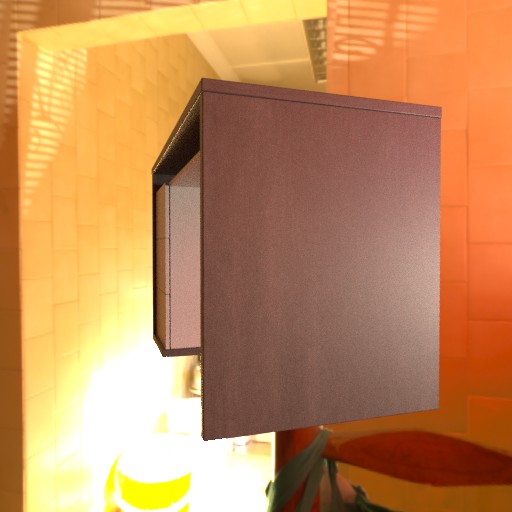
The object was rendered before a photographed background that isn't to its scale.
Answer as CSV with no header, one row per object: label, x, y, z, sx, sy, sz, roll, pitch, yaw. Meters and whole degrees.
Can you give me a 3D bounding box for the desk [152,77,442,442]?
desk,0.000,0.000,1.525,0.600,0.750,1.100,0,1,-18
